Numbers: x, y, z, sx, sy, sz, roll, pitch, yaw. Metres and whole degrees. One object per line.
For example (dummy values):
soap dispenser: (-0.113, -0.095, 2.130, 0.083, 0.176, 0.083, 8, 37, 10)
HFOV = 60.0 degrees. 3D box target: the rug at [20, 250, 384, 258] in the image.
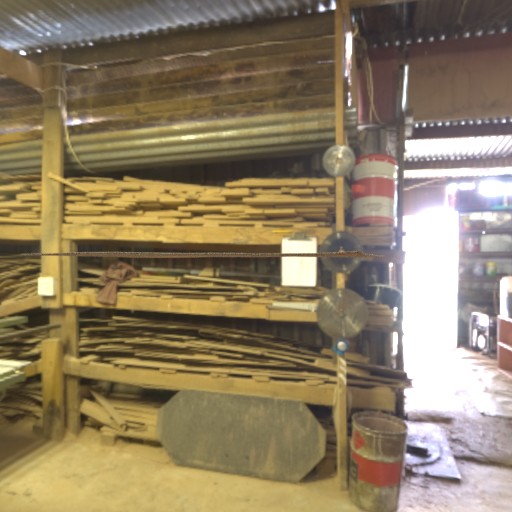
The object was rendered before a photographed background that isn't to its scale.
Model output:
rug: (0.000, 0.000, 2.293, 1.220, 0.017, 1.835, 0, 0, 18)
